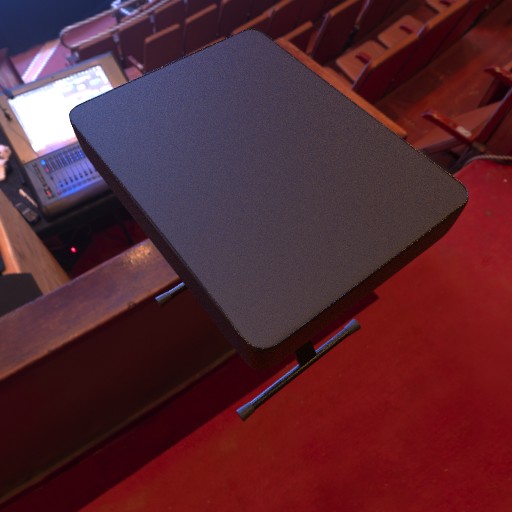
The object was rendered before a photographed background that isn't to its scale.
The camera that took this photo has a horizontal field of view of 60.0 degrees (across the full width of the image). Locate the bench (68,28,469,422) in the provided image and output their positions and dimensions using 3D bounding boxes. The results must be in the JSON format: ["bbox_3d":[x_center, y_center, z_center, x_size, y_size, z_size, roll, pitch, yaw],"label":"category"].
[{"bbox_3d":[0.000,0.000,0.759,0.321,0.500,0.424,-33,64,-19],"label":"bench"}]
